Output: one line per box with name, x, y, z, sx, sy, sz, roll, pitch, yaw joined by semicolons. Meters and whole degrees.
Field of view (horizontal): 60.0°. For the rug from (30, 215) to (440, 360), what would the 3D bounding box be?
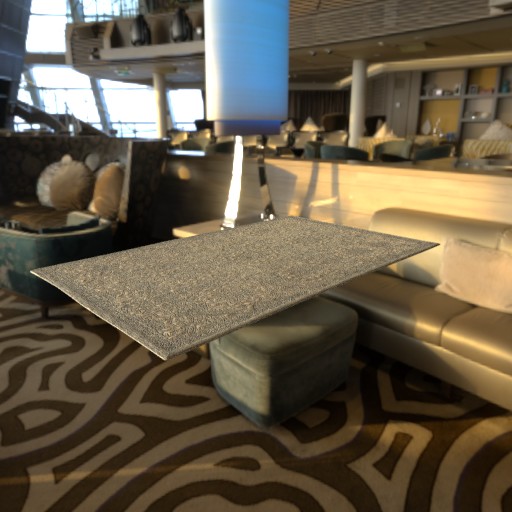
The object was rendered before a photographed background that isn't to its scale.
rug;0.000;0.000;3.103;2.498;0.022;1.535;-16;23;-42
